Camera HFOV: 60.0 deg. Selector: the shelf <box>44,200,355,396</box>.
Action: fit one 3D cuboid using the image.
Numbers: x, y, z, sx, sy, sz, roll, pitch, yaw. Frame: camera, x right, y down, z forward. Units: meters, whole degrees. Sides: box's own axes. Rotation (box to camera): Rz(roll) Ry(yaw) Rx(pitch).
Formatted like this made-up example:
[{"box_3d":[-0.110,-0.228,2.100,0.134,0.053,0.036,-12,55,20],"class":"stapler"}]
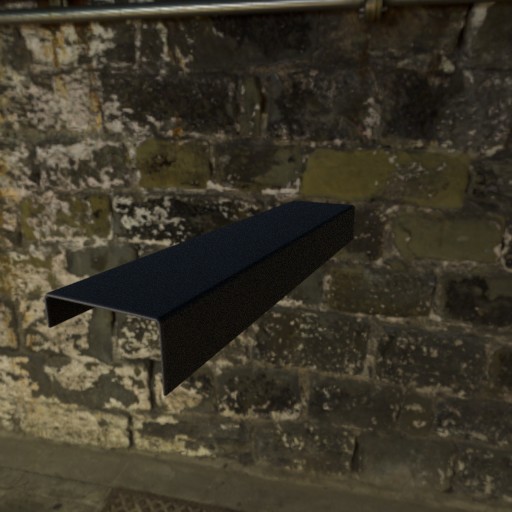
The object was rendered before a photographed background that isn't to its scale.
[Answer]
[{"box_3d":[0.000,0.000,0.486,0.102,0.053,0.456,8,18,25],"class":"shelf"}]
